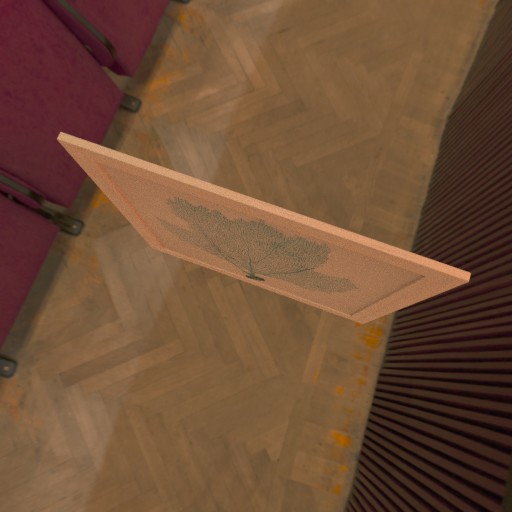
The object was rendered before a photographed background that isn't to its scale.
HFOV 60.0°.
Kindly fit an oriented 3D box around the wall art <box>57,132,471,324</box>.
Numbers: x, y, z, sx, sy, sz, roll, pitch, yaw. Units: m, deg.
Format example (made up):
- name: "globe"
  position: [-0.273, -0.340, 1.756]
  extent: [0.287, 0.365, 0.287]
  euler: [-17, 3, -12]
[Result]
- name: "wall art"
  position: [0.000, 0.000, 0.873]
  extent: [0.584, 0.584, 0.013]
  euler: [20, 77, 5]
